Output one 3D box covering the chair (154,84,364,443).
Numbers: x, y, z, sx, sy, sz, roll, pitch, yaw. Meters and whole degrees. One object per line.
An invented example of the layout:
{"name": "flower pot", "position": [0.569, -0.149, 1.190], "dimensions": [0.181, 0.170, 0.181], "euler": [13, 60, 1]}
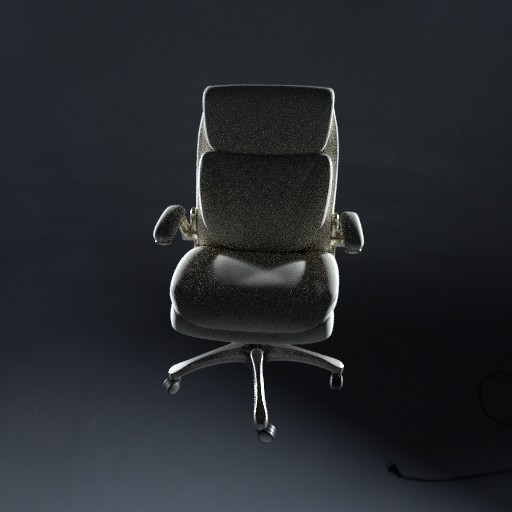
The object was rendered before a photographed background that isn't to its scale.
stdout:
{"name": "chair", "position": [0.000, 0.000, 1.665], "dimensions": [0.740, 1.110, 0.794], "euler": [1, 30, 2]}
